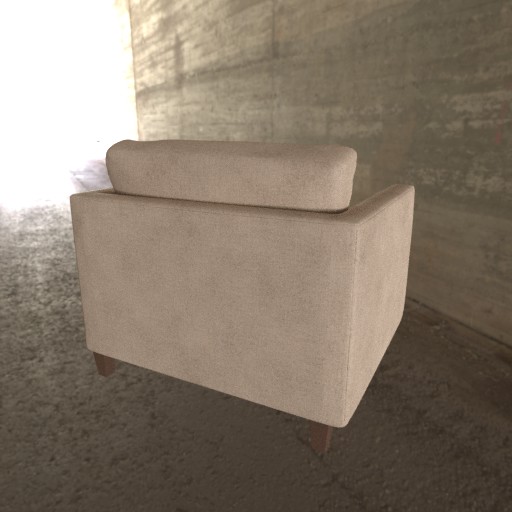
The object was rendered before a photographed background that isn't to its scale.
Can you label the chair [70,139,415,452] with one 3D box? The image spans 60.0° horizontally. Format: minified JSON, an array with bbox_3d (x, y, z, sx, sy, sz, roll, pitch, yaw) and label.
[{"bbox_3d":[0.000,0.000,1.877,1.133,0.961,0.959,8,18,27],"label":"chair"}]
